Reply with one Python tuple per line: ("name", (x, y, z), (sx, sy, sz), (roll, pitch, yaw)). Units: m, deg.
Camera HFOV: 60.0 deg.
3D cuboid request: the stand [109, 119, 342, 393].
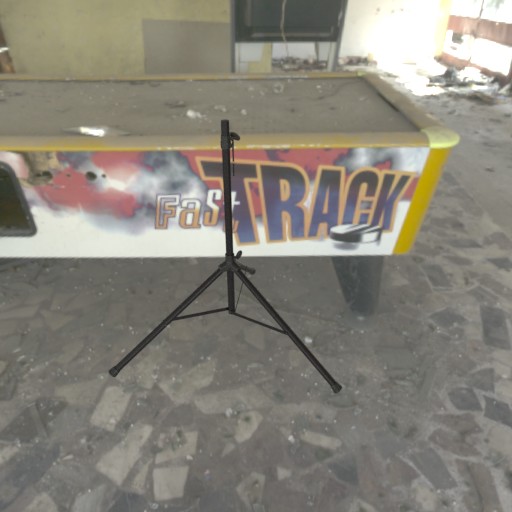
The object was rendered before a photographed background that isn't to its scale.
("stand", (0.000, 0.000, 2.763), (1.339, 1.595, 1.596), (22, 37, 31))
